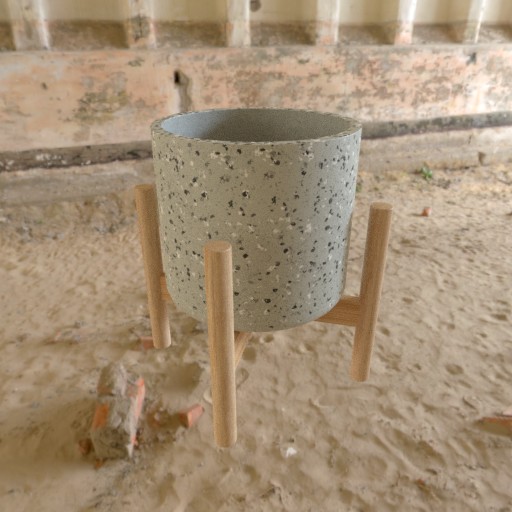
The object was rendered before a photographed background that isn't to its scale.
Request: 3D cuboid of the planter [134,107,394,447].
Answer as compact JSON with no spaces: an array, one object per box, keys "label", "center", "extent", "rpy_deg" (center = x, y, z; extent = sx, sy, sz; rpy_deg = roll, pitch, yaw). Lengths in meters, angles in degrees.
[{"label":"planter","center":[0.000,0.000,0.546],"extent":[0.284,0.320,0.284],"rpy_deg":[18,32,32]}]
